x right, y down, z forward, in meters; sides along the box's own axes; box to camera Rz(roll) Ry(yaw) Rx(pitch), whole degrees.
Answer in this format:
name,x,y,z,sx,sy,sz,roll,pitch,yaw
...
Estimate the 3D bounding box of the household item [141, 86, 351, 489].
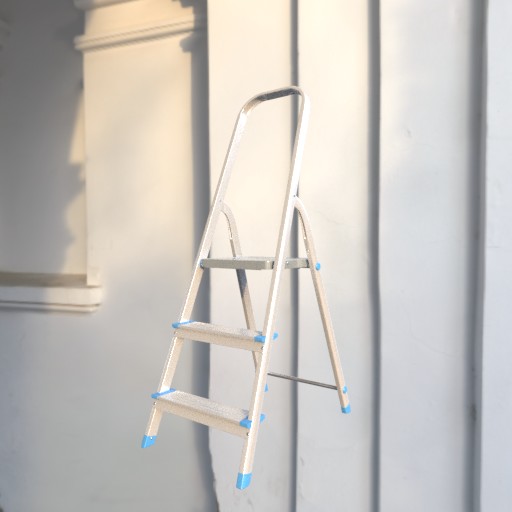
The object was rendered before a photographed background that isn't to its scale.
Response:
name,x,y,z,sx,sy,sz,roll,pitch,yaw
household item,0.000,0.000,1.554,0.420,1.215,0.687,1,2,37
